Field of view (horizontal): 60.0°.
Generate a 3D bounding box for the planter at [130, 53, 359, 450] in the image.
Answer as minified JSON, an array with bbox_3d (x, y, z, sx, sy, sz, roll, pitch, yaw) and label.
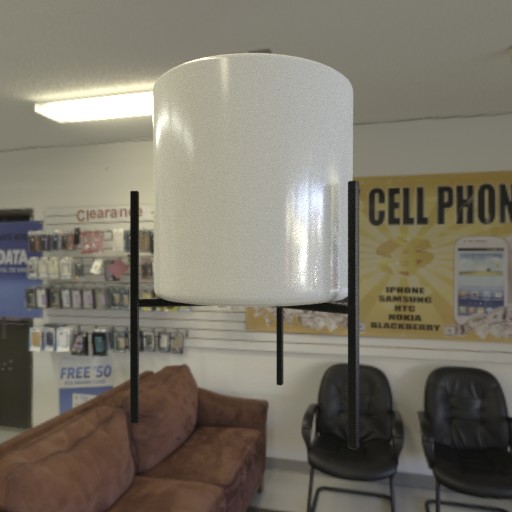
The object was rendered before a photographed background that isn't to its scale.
[{"bbox_3d":[0.000,0.000,0.504,0.239,0.356,0.239,0,0,18],"label":"planter"}]
